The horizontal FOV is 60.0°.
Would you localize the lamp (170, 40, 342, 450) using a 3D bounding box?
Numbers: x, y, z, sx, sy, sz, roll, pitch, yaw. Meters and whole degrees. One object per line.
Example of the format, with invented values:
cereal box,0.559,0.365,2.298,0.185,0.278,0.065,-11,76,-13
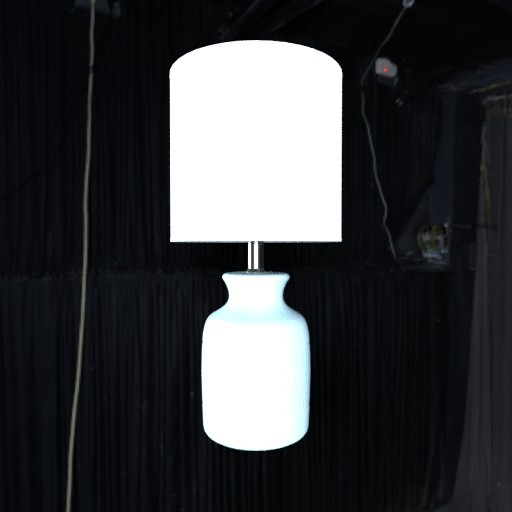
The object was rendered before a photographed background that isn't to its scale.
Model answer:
lamp,0.000,0.000,1.104,0.418,0.871,0.418,-1,2,-35
